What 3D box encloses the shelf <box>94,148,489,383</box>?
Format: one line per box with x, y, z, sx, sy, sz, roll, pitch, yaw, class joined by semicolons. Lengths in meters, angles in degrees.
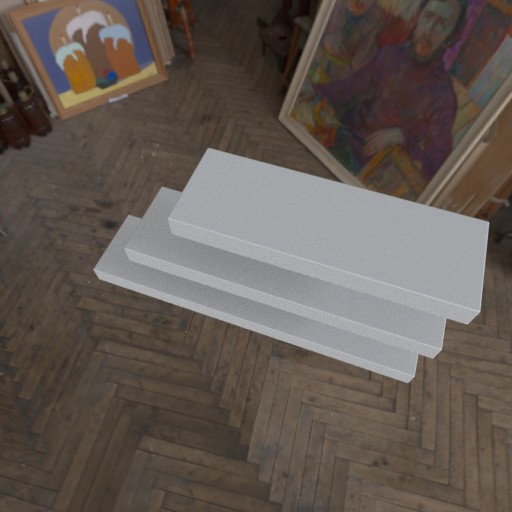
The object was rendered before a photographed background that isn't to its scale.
0.000;0.000;0.733;0.610;0.293;0.140;17;60;10;shelf
